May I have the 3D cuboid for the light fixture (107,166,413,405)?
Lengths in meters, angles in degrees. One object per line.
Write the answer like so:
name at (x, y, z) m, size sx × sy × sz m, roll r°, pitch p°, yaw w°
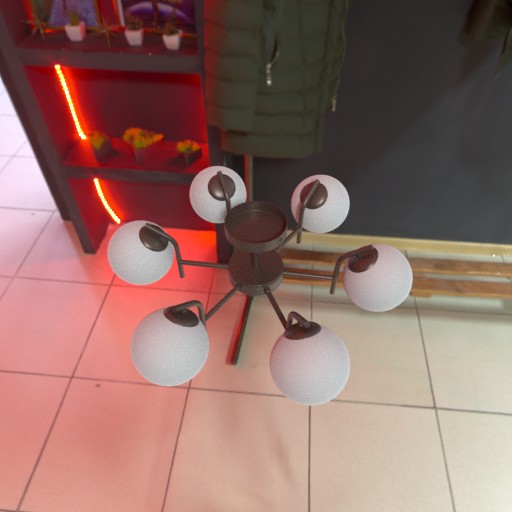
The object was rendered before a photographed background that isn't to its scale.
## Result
light fixture at (0.000, 0.000, 0.947) m, size 0.662 × 0.201 × 0.662 m, roll 0°, pitch 47°, yaw 0°
